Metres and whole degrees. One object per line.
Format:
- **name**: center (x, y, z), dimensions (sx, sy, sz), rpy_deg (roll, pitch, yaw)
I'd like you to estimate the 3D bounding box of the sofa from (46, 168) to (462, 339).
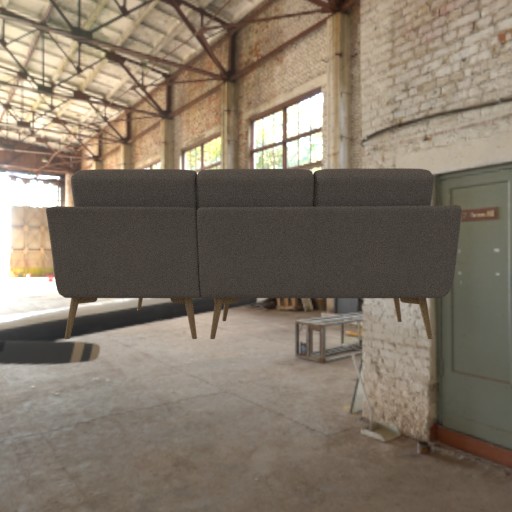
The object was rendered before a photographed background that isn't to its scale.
- **sofa**: center (0.000, 0.000, 2.845), dimensions (2.040, 0.860, 1.530), rpy_deg (0, 0, 1)
